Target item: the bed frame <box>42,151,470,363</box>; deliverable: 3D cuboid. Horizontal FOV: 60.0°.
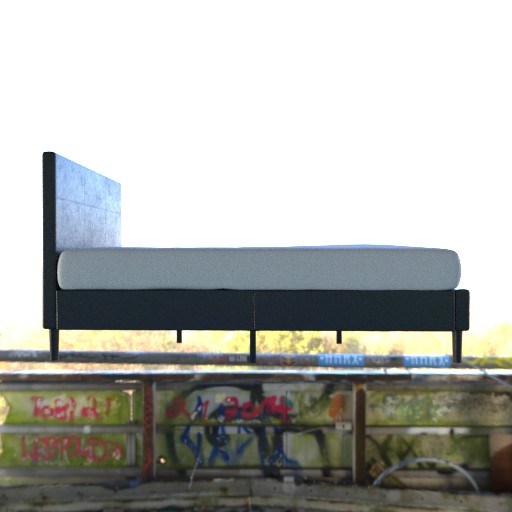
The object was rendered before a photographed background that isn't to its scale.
[{"bbox_3d":[0.000,0.000,2.528,2.152,1.046,1.038,0,0,1],"label":"bed frame"}]
